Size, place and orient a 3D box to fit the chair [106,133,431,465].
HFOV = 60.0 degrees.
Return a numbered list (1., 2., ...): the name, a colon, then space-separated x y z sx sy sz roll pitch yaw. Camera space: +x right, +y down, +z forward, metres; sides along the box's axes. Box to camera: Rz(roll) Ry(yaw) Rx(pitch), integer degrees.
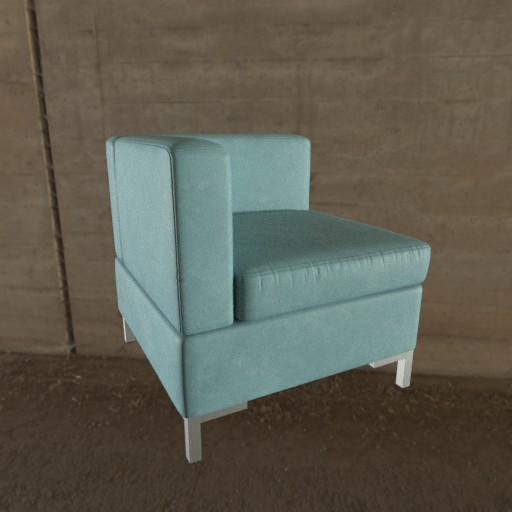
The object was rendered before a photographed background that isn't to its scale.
1. chair: 0.000 0.000 1.249 0.680 0.660 0.680 -8 18 -27
